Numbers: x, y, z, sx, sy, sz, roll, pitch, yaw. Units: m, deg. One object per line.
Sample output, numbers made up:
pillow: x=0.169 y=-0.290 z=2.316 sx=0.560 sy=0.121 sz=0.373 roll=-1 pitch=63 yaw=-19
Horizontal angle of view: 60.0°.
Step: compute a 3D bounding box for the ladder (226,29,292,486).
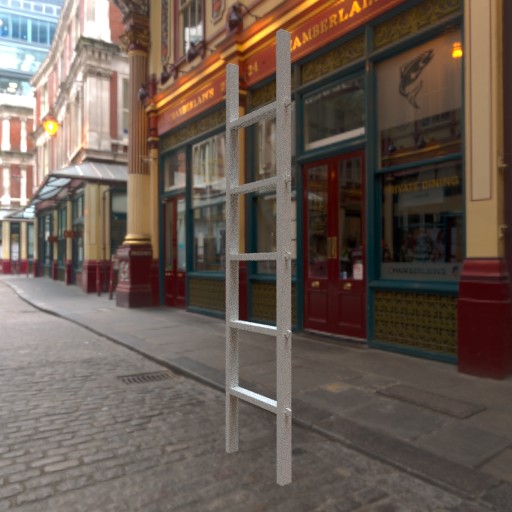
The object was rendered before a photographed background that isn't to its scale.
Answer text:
ladder: x=0.000 y=0.000 z=1.917 sx=0.051 sy=1.797 sz=0.452 roll=1 pitch=-1 yaw=-37
